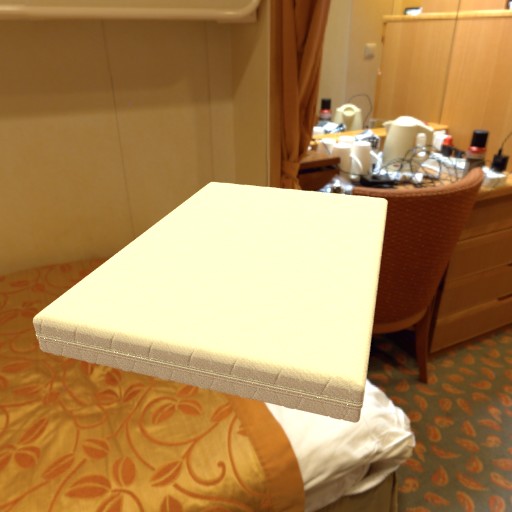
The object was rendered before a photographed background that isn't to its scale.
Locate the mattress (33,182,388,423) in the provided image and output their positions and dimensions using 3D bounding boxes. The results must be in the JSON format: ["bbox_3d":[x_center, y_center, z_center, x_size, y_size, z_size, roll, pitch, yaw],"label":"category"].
[{"bbox_3d":[0.000,0.000,2.588,1.400,0.200,2.000,8,28,15],"label":"mattress"}]
